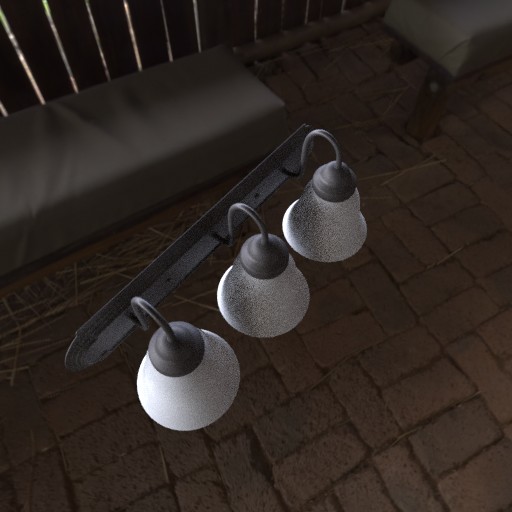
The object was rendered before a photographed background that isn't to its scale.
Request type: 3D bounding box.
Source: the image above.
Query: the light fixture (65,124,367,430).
[{"bbox_3d":[0.000,0.000,0.704,0.199,0.222,0.610,35,64,20],"label":"light fixture"}]
